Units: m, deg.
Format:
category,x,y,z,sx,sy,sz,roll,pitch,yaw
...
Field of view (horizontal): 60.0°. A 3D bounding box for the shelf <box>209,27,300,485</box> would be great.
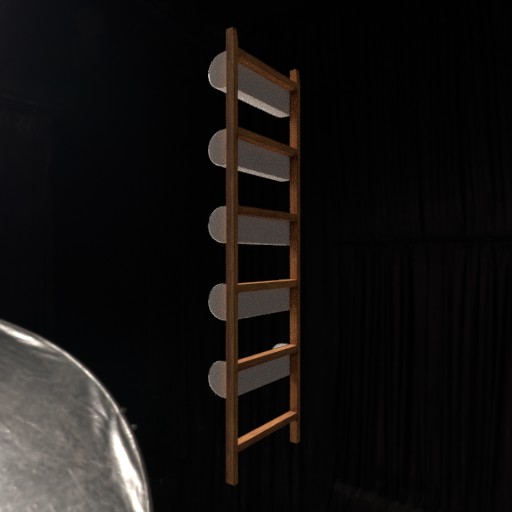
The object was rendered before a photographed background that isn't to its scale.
category,x,y,z,sx,sy,sz,roll,pitch,yaw
shelf,0.000,0.000,1.768,0.141,1.600,0.454,0,0,36
